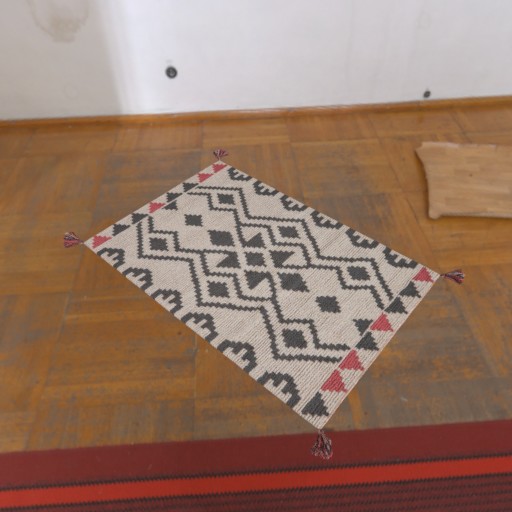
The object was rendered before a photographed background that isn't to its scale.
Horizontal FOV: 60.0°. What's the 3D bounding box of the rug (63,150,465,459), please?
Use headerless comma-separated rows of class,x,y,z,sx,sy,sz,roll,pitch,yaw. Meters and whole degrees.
rug,0.000,0.000,2.695,2.069,0.067,1.444,32,54,27
